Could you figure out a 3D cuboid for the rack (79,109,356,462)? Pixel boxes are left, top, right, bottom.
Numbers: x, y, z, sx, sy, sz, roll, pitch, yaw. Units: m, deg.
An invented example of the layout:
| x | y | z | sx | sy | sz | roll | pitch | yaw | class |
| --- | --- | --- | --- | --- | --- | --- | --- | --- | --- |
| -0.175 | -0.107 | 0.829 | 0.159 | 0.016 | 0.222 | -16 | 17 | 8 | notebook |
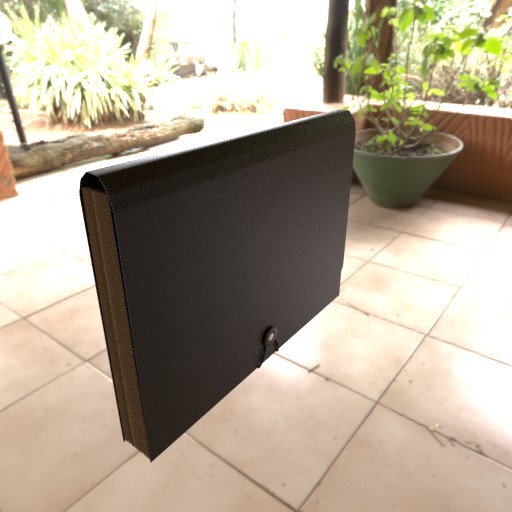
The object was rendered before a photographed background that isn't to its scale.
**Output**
| x | y | z | sx | sy | sz | roll | pitch | yaw | class |
| --- | --- | --- | --- | --- | --- | --- | --- | --- | --- |
| 0.000 | 0.000 | 0.438 | 0.041 | 0.241 | 0.330 | 18 | 32 | 33 | rack |
